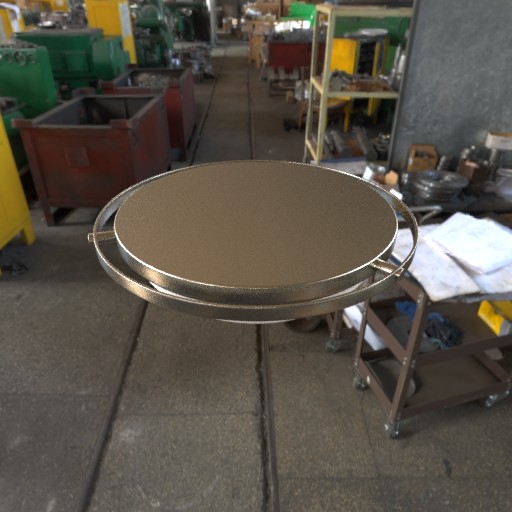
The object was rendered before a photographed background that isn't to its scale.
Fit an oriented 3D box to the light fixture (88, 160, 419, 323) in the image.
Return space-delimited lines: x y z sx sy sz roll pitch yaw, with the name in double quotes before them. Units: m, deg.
"light fixture" 0.000 0.000 0.546 0.361 0.130 0.361 0 31 0
